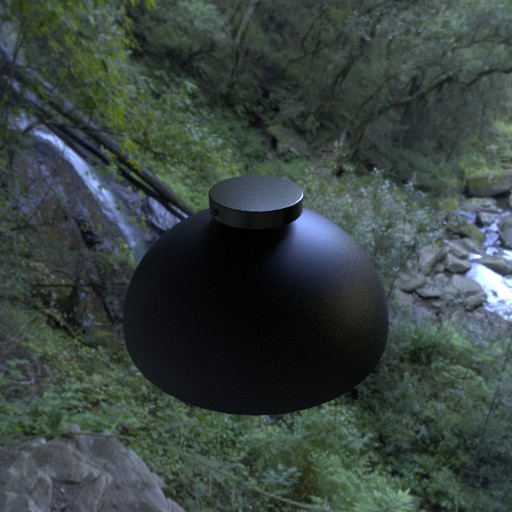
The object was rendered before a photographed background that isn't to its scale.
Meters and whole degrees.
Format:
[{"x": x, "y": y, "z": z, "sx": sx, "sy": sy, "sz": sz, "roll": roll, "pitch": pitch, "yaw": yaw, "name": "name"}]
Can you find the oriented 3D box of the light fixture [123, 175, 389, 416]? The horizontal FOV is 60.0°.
[{"x": 0.000, "y": 0.000, "z": 0.569, "sx": 0.355, "sy": 0.177, "sz": 0.355, "roll": 0, "pitch": 31, "yaw": 0, "name": "light fixture"}]
